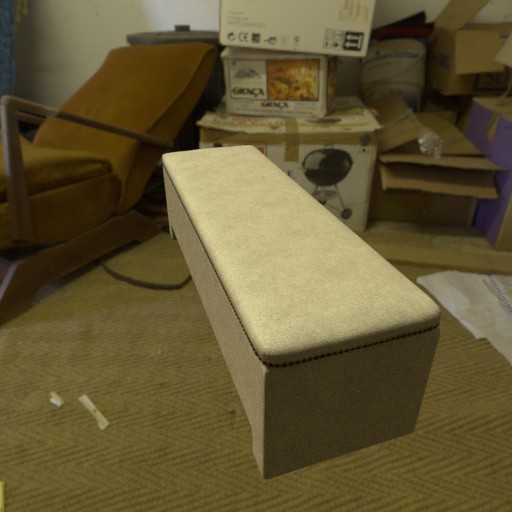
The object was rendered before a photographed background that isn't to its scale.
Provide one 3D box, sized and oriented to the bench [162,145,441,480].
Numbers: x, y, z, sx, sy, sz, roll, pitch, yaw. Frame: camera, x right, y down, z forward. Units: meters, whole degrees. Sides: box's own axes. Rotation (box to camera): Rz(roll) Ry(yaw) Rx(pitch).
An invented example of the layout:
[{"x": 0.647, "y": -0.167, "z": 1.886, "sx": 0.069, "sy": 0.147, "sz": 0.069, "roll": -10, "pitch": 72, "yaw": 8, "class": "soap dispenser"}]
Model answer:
[{"x": 0.000, "y": 0.000, "z": 1.685, "sx": 0.470, "sy": 0.447, "sz": 1.482, "roll": -10, "pitch": 32, "yaw": -16, "class": "bench"}]
